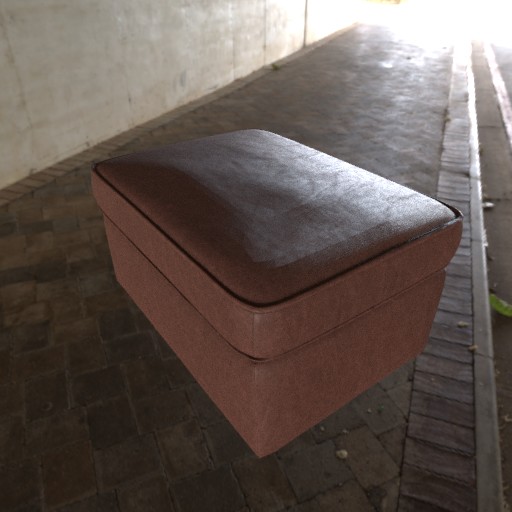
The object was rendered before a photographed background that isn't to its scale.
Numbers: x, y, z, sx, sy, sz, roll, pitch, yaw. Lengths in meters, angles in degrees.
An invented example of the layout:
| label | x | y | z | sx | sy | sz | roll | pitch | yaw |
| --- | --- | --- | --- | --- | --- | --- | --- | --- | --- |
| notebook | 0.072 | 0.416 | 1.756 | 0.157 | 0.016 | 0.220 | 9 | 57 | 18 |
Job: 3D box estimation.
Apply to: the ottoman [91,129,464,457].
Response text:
| label | x | y | z | sx | sy | sz | roll | pitch | yaw |
| --- | --- | --- | --- | --- | --- | --- | --- | --- | --- |
| ottoman | 0.000 | 0.000 | 1.090 | 0.548 | 0.449 | 0.749 | -21 | 38 | -30 |
